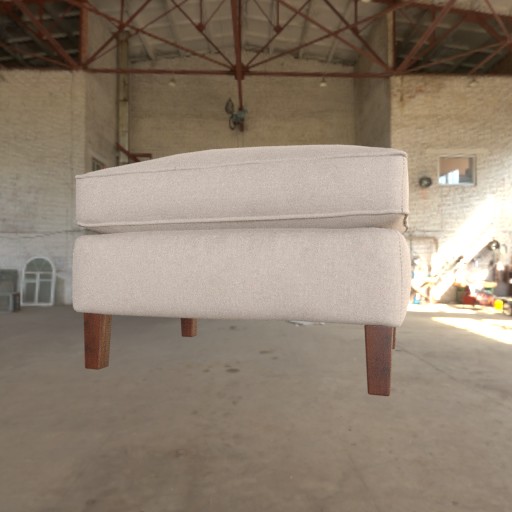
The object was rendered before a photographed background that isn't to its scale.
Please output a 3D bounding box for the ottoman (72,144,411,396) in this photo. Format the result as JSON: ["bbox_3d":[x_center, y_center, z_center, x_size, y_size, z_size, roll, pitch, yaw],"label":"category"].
[{"bbox_3d":[0.000,0.000,1.010,0.665,0.456,0.501,0,-1,19],"label":"ottoman"}]
